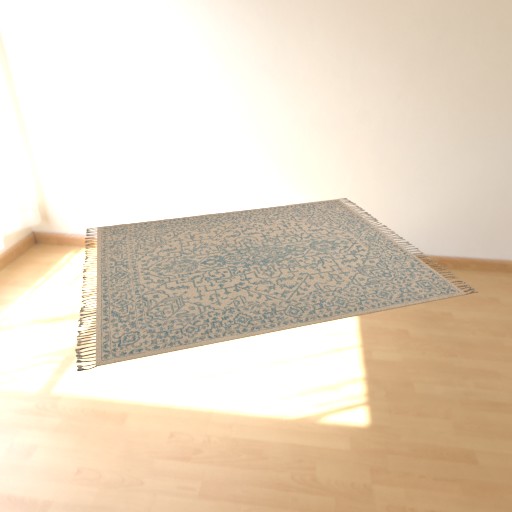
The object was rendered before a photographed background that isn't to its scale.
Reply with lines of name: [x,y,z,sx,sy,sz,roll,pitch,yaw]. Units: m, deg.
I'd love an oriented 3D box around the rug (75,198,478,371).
rug: [0.000,0.000,4.445,3.327,0.010,2.464,-8,29,-15]
